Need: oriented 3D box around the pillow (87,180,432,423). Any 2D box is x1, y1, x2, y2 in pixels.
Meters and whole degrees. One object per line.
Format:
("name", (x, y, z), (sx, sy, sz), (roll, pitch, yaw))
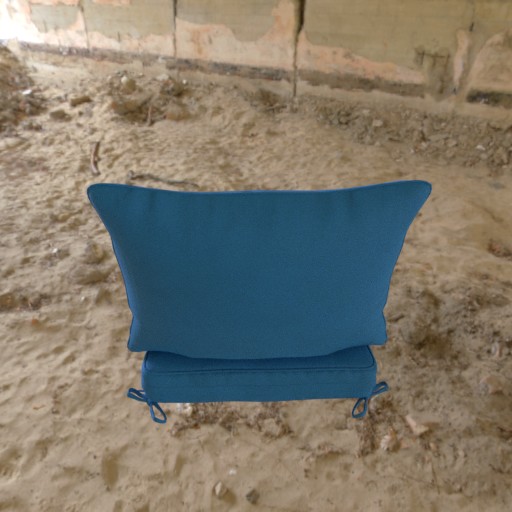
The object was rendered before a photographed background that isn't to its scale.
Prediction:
("pillow", (0.000, 0.000, 1.398), (0.798, 0.725, 0.733), (-1, 31, -2))
